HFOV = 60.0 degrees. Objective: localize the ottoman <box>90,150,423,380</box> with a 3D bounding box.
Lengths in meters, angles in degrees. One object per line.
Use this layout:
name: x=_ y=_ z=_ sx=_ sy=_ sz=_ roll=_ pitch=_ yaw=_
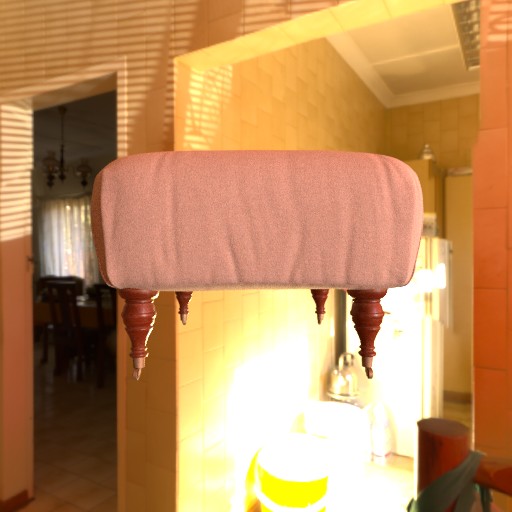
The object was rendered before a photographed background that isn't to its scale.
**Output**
ottoman: x=0.000 y=0.000 z=1.126 sx=0.622 sy=0.450 sz=0.746 roll=0 pitch=1 yaw=-1
